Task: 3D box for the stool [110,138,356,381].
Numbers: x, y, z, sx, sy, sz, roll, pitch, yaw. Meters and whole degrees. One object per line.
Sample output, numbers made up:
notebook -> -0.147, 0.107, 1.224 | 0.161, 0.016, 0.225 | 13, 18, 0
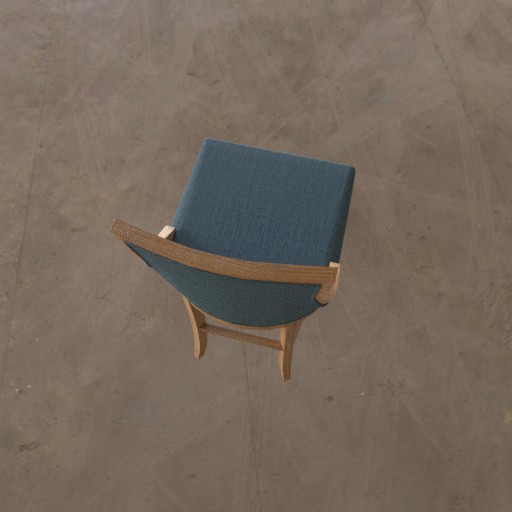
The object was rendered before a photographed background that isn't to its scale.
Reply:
stool -> 0.000, 0.000, 1.432 | 0.524, 1.101, 0.626 | 13, 64, 6
